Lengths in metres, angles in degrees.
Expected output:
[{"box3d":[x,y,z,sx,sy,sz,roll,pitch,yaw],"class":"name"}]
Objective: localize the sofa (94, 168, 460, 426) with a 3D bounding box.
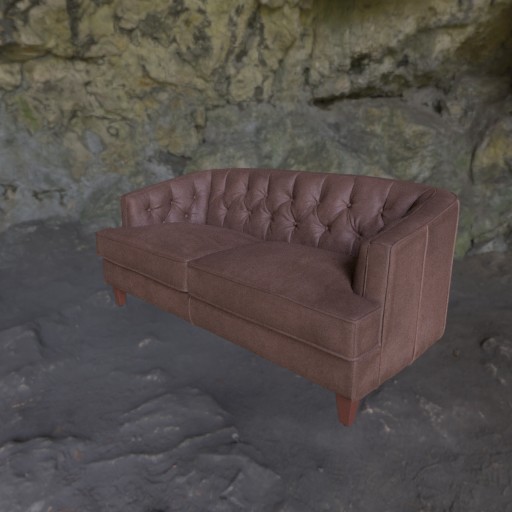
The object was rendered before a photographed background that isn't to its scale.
[{"box3d":[0.000,0.000,2.242,0.917,0.799,1.767,-15,21,-43],"class":"sofa"}]
